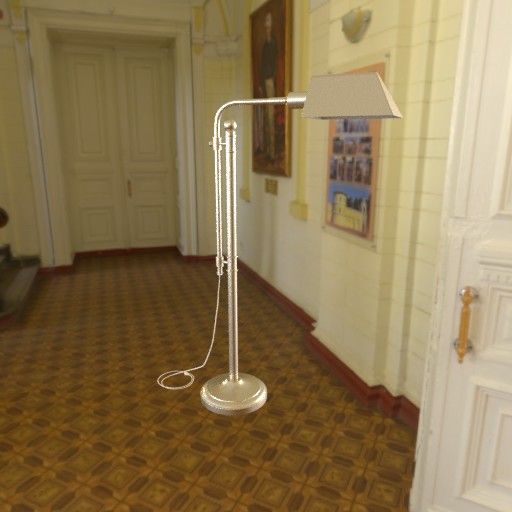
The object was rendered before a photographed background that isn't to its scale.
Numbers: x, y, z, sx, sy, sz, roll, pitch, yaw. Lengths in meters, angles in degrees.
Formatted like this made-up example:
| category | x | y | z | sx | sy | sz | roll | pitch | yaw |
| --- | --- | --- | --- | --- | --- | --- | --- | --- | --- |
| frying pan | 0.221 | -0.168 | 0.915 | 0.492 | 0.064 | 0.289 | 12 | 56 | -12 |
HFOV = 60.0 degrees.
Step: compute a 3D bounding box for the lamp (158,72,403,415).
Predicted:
| category | x | y | z | sx | sy | sz | roll | pitch | yaw |
| --- | --- | --- | --- | --- | --- | --- | --- | --- | --- |
| lamp | 0.000 | 0.000 | 0.949 | 0.546 | 0.708 | 0.159 | 7 | 16 | 25 |
